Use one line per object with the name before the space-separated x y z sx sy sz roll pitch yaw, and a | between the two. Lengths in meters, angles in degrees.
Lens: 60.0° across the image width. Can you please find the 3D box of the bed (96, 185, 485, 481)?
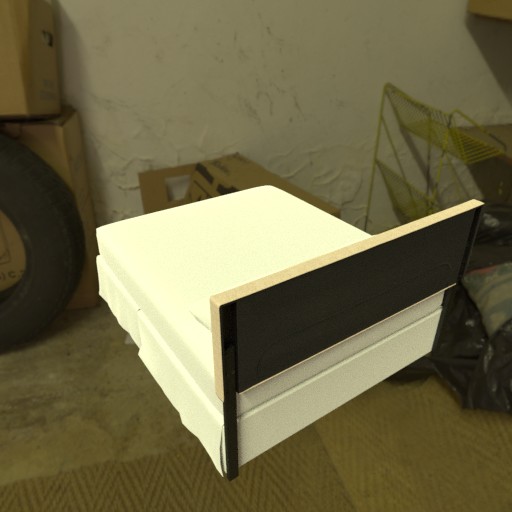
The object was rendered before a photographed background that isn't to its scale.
bed | 0.000 0.000 2.812 1.616 1.016 1.876 -19 35 -29
